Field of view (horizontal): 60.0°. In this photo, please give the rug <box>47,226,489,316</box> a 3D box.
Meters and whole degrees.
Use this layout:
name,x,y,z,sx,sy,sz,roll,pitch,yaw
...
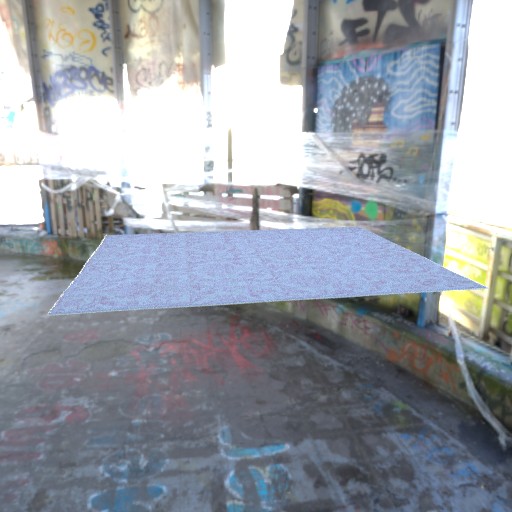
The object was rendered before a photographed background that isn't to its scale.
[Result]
name,x,y,z,sx,sy,sz,roll,pitch,yaw
rug,0.000,0.000,4.051,2.980,0.012,2.363,-2,15,-9
